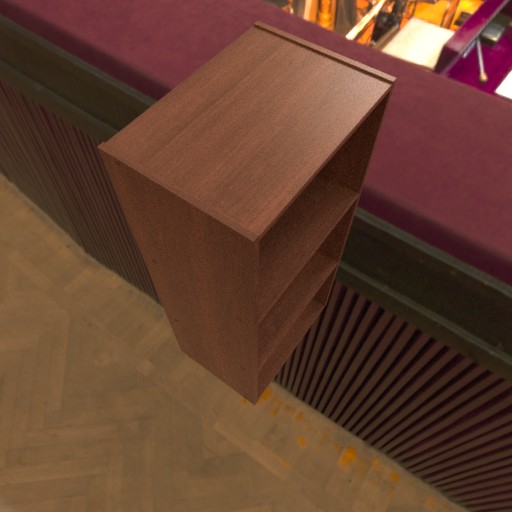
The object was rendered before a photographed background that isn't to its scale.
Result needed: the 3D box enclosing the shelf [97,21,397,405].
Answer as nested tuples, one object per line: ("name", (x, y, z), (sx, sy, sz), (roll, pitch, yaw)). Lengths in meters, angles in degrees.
("shelf", (0.000, 0.000, 1.079), (0.290, 0.879, 0.414), (32, 63, 18))
